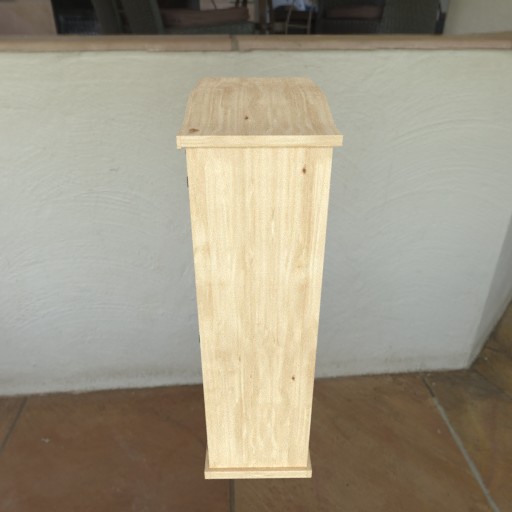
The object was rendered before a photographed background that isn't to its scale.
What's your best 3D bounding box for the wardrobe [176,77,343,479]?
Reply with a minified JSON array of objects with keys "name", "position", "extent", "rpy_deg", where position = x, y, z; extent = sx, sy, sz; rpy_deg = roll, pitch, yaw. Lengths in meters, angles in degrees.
[{"name":"wardrobe","position":[0.000,0.000,2.566],"extent":[0.570,1.870,1.500],"rpy_deg":[0,28,-1]}]
